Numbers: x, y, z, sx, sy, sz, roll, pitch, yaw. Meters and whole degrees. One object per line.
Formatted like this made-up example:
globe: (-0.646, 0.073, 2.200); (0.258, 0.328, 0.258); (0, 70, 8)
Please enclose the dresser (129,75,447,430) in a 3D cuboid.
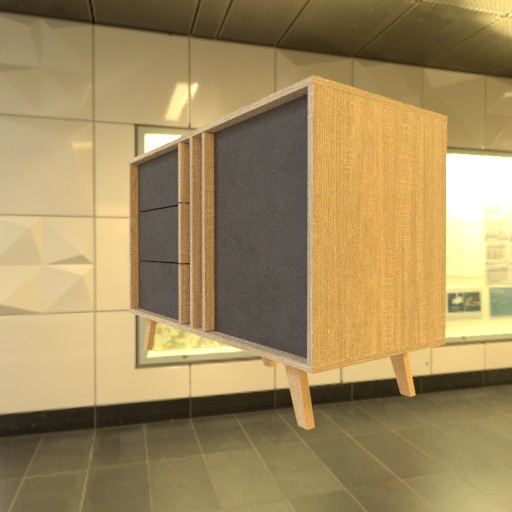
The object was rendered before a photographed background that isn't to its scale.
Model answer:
dresser: (0.000, 0.000, 1.532); (0.500, 0.780, 1.110); (-1, 1, -36)
